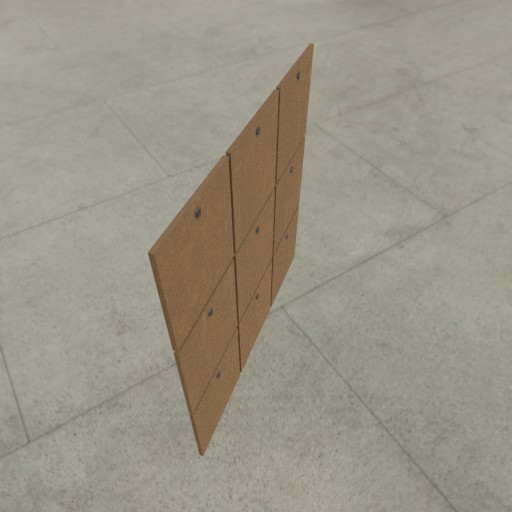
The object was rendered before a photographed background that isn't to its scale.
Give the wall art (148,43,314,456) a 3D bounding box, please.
[{"bbox_3d":[0.000,0.000,1.339,0.018,0.913,0.915,16,49,15],"label":"wall art"}]
